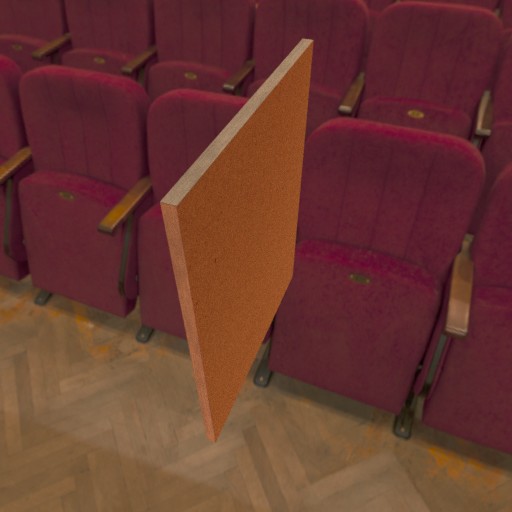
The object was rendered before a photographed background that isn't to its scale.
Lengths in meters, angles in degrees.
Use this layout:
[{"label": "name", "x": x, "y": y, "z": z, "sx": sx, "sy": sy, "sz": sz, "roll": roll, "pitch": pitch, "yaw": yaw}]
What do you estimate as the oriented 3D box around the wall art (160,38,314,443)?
[{"label": "wall art", "x": 0.000, "y": 0.000, "z": 0.829, "sx": 0.020, "sy": 0.613, "sz": 0.481, "roll": 16, "pitch": 48, "yaw": 15}]
